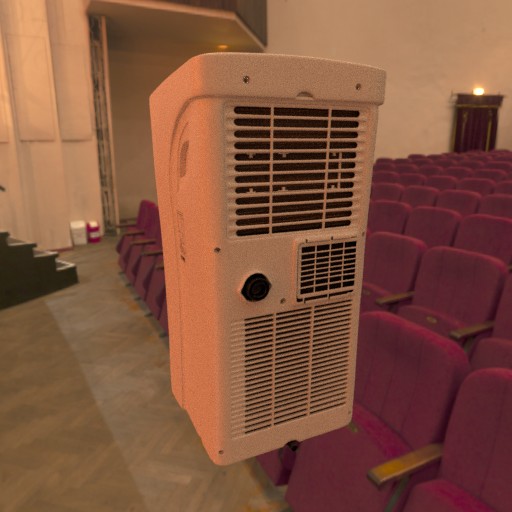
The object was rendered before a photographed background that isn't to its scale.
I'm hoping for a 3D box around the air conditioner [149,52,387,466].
[{"bbox_3d":[0.000,0.000,0.919,0.352,0.716,0.369,-7,16,-25],"label":"air conditioner"}]
